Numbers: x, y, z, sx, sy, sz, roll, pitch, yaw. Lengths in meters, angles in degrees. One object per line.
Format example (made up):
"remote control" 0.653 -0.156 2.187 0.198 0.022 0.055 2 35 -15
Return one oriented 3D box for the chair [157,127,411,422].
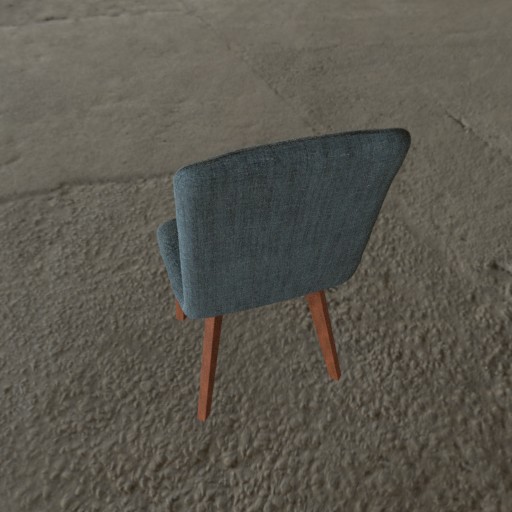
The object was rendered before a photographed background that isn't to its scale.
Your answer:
"chair" 0.000 0.000 1.294 0.522 0.974 0.563 -13 44 -13
